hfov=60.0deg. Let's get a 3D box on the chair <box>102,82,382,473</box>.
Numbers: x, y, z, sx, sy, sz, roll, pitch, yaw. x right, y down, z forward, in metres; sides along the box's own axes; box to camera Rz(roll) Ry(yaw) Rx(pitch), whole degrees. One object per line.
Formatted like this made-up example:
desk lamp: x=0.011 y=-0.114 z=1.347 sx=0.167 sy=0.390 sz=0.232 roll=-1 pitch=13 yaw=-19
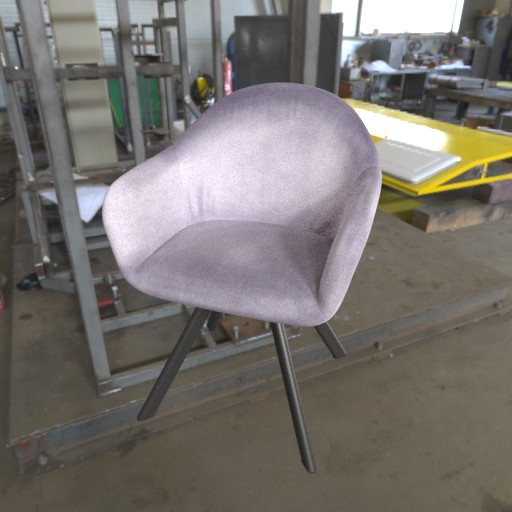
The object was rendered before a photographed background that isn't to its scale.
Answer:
chair: x=0.000 y=0.000 z=1.129 sx=0.570 sy=0.780 sz=0.540 roll=9 pitch=29 yaw=17
